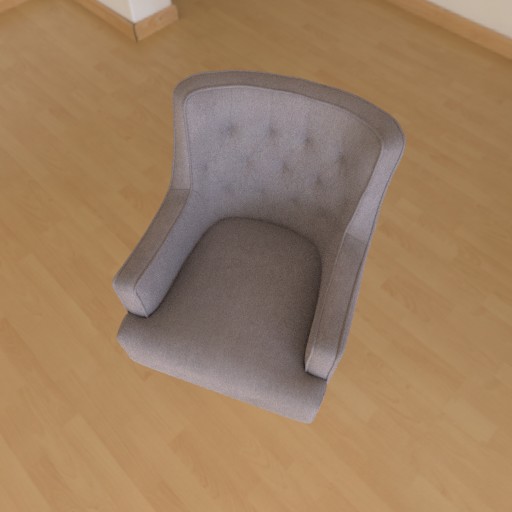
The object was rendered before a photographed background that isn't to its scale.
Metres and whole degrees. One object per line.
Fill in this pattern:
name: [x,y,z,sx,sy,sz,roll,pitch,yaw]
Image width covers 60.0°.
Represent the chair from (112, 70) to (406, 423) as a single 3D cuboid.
chair: [0.000,0.000,1.636,0.781,0.919,0.910,17,60,10]
